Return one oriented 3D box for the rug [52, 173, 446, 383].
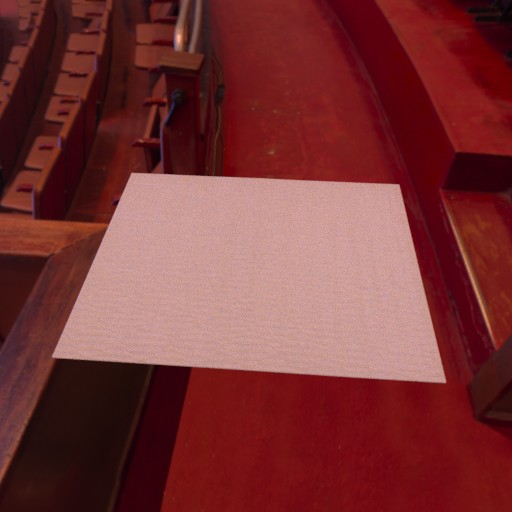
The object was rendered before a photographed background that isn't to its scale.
[{"bbox_3d":[0.000,0.000,4.236,3.055,0.021,2.410,3,47,3],"label":"rug"}]
